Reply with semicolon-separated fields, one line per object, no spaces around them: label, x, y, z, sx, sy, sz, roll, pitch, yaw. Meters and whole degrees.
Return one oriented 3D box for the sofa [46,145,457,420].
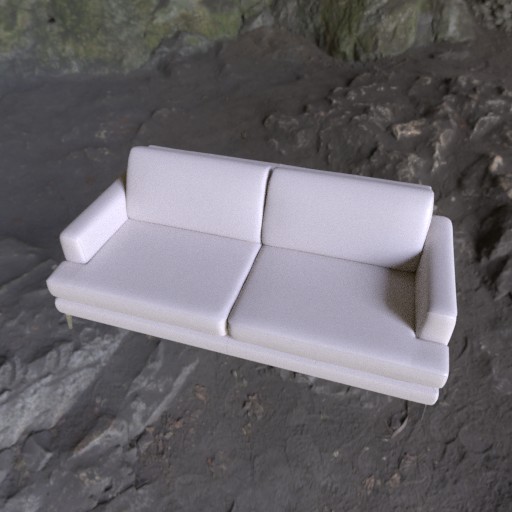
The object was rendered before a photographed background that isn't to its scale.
sofa;0.000;0.000;2.341;1.940;0.765;0.974;11;42;13
